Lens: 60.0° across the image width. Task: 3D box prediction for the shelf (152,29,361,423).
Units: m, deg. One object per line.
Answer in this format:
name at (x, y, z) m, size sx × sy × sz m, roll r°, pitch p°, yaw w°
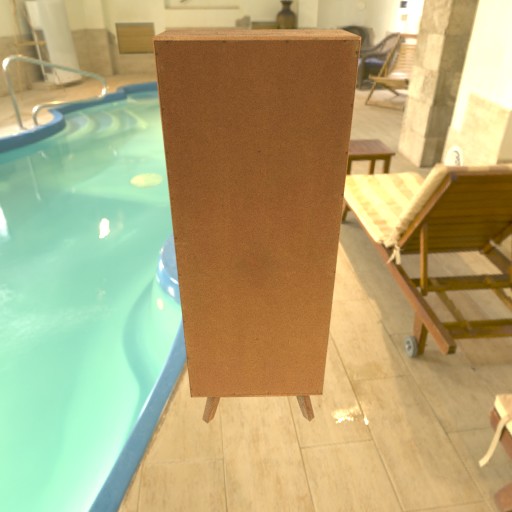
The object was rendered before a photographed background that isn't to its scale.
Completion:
shelf at (0.000, 0.000, 1.488) m, size 0.491 × 1.342 × 0.267 m, roll -1°, pitch 31°, yaw -1°
